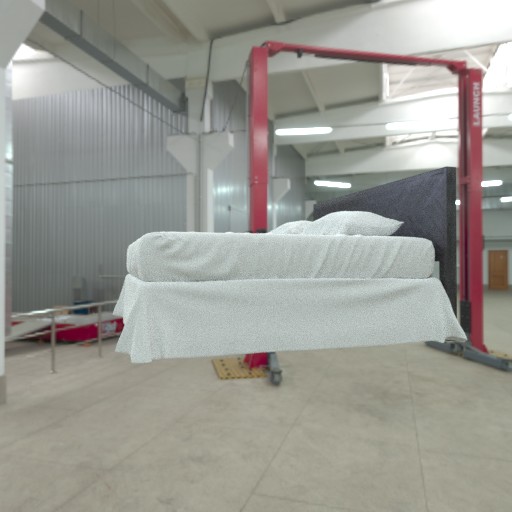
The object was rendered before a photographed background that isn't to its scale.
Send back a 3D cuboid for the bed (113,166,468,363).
[{"bbox_3d":[0.000,0.000,3.542,2.165,1.158,2.255,0,-1,-18],"label":"bed"}]
